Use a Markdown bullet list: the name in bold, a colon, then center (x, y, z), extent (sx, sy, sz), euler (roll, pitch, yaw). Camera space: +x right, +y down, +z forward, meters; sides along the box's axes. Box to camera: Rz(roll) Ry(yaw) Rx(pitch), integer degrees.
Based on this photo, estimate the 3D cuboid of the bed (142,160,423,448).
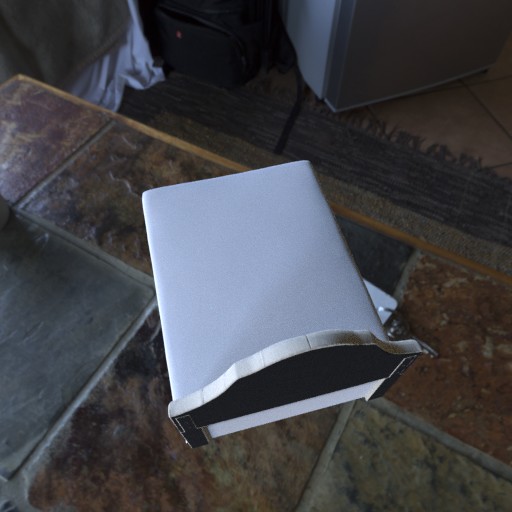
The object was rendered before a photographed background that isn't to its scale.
- **bed**: center (0.000, 0.000, 3.277), extent (1.627, 1.575, 2.092), euler (-12, 59, -8)
